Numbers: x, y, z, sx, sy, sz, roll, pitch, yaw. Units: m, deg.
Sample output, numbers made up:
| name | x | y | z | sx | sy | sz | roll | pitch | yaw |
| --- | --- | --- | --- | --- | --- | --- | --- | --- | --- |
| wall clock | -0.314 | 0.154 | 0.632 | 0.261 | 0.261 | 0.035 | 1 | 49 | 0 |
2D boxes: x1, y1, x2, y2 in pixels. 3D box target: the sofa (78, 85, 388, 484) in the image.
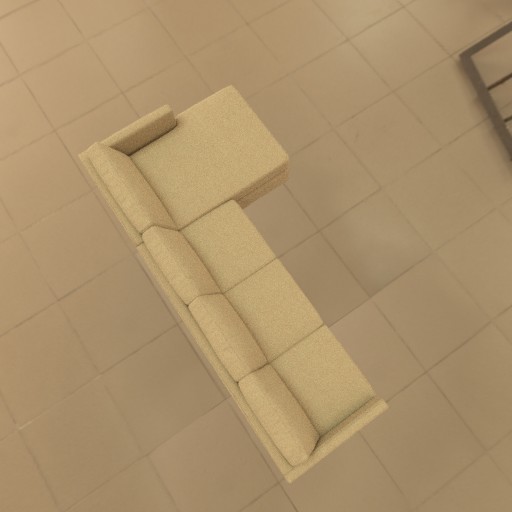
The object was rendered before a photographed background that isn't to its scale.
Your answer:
| name | x | y | z | sx | sy | sz | roll | pitch | yaw |
| --- | --- | --- | --- | --- | --- | --- | --- | --- | --- |
| sofa | 0.000 | 0.000 | 3.868 | 1.622 | 0.867 | 3.177 | -34 | 77 | -9 |
